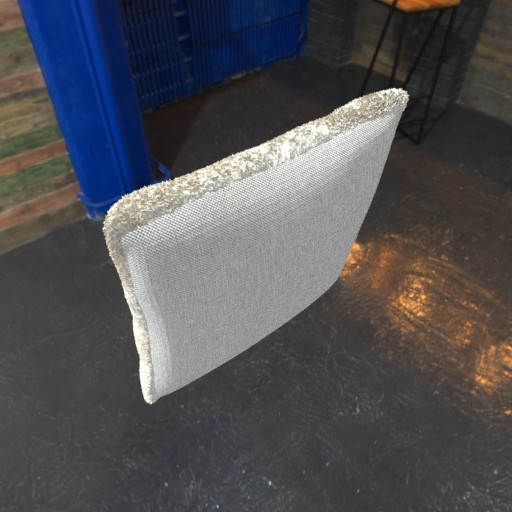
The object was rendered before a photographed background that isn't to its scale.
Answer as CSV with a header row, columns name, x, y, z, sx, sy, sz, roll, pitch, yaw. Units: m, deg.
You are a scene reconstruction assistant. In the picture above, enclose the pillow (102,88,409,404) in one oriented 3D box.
name,x,y,z,sx,sy,sz,roll,pitch,yaw
pillow,0.000,0.000,0.795,0.529,0.515,0.218,-30,52,-26
